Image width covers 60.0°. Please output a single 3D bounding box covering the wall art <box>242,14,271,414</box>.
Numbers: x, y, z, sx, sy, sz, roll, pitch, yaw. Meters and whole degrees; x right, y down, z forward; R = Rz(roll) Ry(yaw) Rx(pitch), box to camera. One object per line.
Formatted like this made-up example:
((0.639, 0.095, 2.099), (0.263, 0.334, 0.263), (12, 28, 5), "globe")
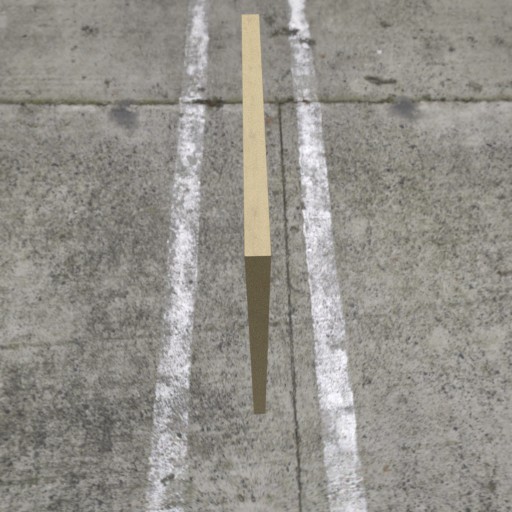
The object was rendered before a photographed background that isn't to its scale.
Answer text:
((0.000, 0.000, 0.996), (0.039, 0.810, 0.510), (-1, 58, -1), "wall art")
